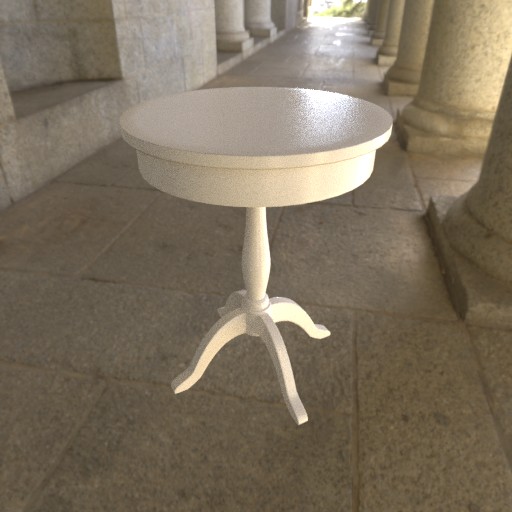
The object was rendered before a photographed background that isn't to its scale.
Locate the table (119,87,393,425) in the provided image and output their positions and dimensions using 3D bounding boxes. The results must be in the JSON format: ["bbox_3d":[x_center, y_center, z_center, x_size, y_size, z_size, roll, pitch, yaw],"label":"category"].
[{"bbox_3d":[0.000,0.000,1.028,0.513,0.653,0.513,0,31,0],"label":"table"}]
